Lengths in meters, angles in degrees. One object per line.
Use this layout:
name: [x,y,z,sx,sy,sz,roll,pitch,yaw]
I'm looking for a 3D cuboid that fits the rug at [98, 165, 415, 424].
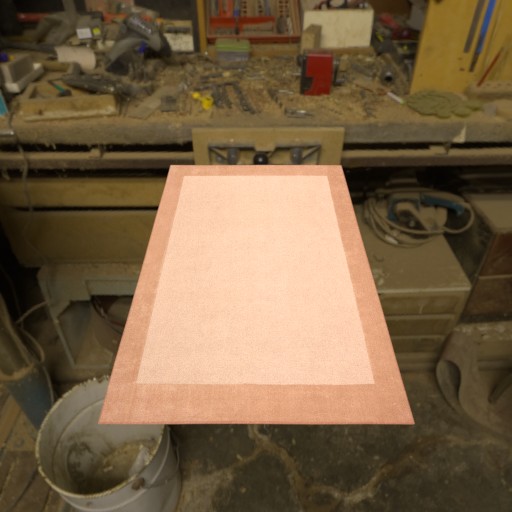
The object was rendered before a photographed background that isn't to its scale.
rug: [0.000,0.000,3.041,1.524,0.014,2.438,0,41,0]
